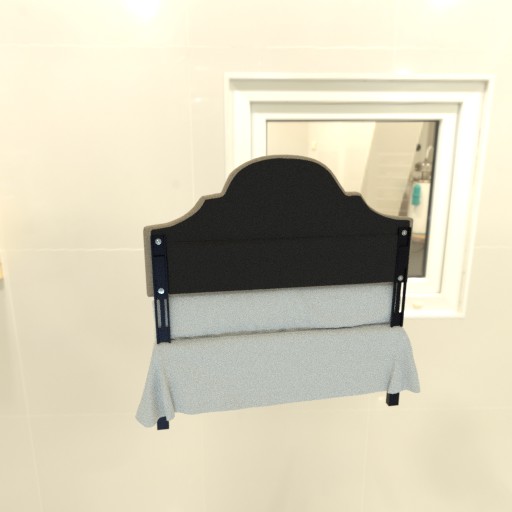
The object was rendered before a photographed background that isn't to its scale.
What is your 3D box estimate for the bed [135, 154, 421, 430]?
[{"bbox_3d":[0.000,0.000,3.553,1.780,1.634,2.222,-2,15,-9],"label":"bed"}]
